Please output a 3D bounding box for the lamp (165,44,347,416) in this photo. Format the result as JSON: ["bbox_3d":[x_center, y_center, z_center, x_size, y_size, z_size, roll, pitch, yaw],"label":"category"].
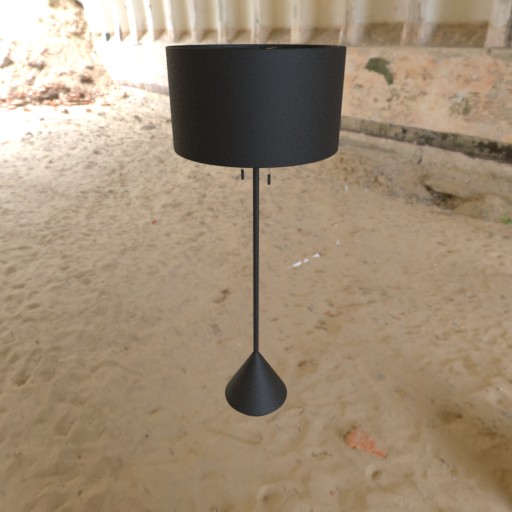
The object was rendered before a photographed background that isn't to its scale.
[{"bbox_3d":[0.000,0.000,1.781,0.580,1.526,0.580,8,28,16],"label":"lamp"}]
